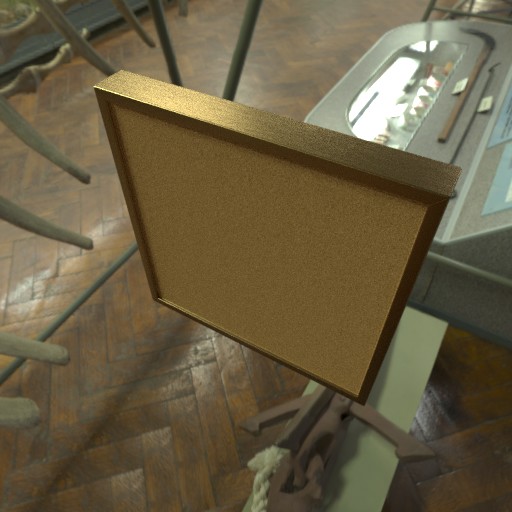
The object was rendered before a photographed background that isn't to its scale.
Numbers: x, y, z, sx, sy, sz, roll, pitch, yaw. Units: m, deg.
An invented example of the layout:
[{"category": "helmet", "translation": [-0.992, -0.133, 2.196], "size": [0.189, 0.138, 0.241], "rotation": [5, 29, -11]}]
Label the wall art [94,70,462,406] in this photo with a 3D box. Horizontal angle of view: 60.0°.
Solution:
[{"category": "wall art", "translation": [0.000, 0.000, 0.454], "size": [0.305, 0.305, 0.037], "rotation": [23, 51, 20]}]
